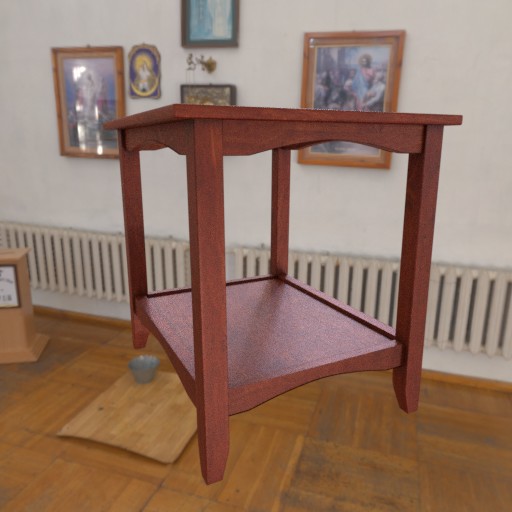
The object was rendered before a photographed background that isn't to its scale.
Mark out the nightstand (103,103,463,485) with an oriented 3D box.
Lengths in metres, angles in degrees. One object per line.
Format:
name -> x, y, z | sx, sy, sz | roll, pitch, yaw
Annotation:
nightstand -> 0.000, 0.000, 0.946 | 0.501, 0.558, 0.558 | -7, 16, -26
